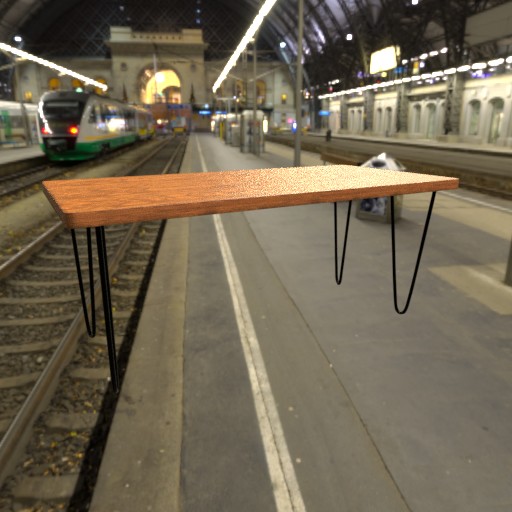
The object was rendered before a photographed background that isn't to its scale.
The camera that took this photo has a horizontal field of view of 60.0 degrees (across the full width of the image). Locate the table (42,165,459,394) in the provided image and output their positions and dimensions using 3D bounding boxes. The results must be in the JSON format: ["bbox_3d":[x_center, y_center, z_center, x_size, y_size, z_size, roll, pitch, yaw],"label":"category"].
[{"bbox_3d":[0.000,0.000,2.212,1.791,0.753,0.883,-9,19,-28],"label":"table"}]
